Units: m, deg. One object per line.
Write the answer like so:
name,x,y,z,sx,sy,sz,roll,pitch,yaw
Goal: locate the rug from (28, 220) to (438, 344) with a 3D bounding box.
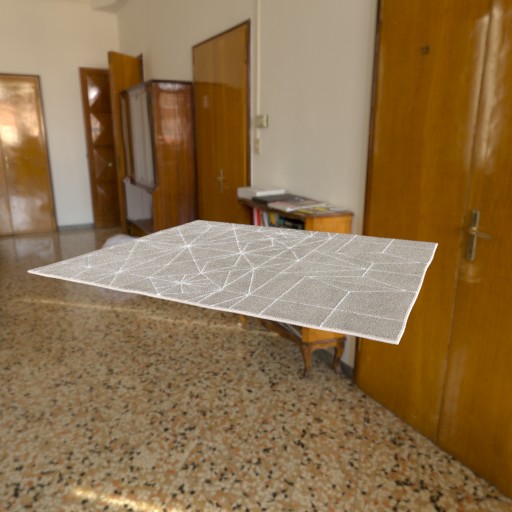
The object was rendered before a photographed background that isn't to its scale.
rug,0.000,0.000,0.889,0.639,0.006,0.548,7,17,25
